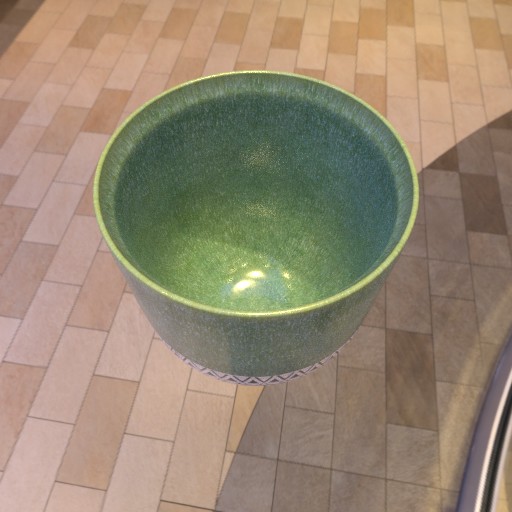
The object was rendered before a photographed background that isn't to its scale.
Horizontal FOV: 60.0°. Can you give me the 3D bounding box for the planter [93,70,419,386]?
[{"bbox_3d":[0.000,0.000,0.480,0.266,0.270,0.266,0,58,0],"label":"planter"}]
